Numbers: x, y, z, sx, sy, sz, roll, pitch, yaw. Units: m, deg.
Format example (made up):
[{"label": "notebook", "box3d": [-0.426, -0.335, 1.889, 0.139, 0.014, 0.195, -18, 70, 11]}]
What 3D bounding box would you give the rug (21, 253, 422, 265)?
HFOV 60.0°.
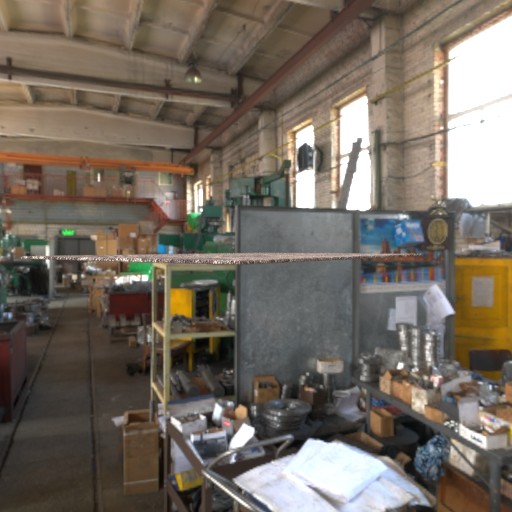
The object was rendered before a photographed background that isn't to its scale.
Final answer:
[{"label": "rug", "box3d": [0.000, 0.000, 2.286, 1.186, 0.012, 1.814, 1, 1, 35]}]
